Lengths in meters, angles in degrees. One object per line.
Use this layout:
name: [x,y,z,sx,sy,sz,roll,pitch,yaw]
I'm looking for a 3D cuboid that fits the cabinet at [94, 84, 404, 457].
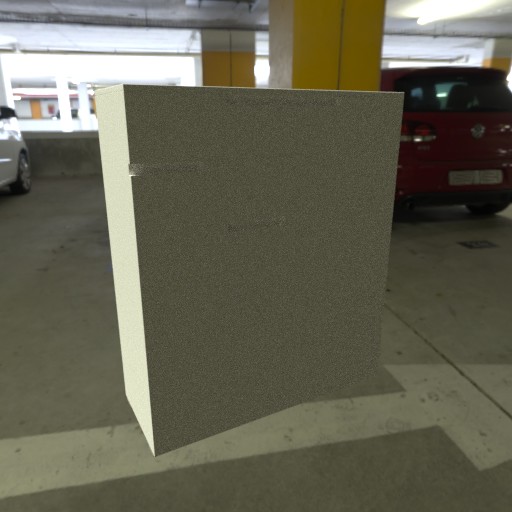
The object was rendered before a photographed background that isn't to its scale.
cabinet: [0.000,0.000,1.710,1.000,1.190,0.400,-10,20,-28]
